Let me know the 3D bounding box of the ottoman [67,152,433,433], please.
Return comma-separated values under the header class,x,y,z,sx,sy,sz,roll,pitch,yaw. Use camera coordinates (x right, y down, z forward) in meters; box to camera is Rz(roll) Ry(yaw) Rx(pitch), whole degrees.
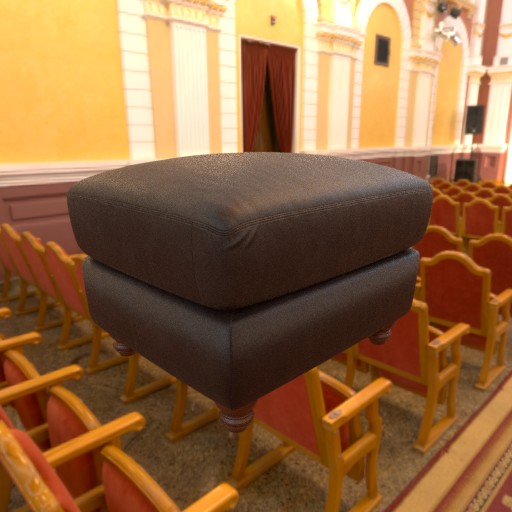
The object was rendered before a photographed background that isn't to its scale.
class,x,y,z,sx,sy,sz,roll,pitch,yaw
ottoman,0.000,0.000,1.259,0.806,0.569,0.670,-15,21,-43
